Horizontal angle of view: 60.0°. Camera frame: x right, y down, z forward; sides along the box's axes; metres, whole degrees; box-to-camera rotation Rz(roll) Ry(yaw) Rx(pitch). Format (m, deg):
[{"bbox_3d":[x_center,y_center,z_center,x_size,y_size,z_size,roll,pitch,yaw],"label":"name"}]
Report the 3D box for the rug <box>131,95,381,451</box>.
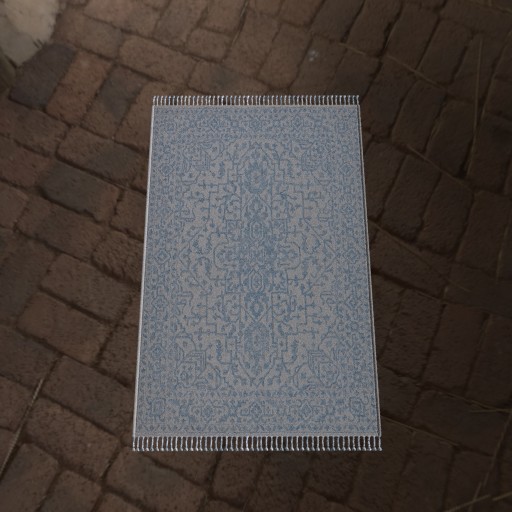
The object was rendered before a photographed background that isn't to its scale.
[{"bbox_3d":[0.000,0.000,2.986,1.524,0.010,2.438,0,76,0],"label":"rug"}]
